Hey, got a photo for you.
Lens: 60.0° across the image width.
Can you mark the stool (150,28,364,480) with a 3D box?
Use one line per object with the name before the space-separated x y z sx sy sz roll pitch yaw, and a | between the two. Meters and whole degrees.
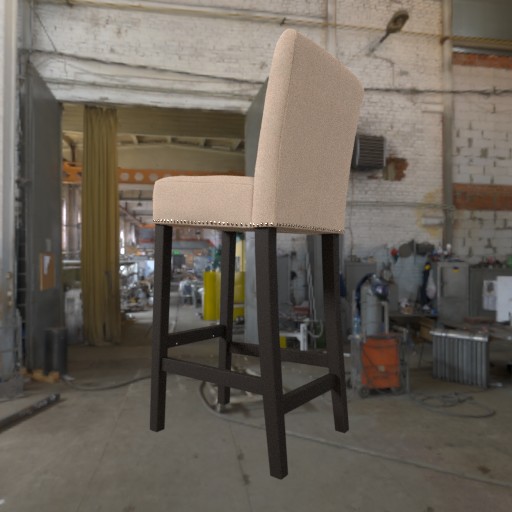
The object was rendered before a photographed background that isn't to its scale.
stool | 0.000 0.000 1.308 0.548 1.047 0.411 0 -1 36
